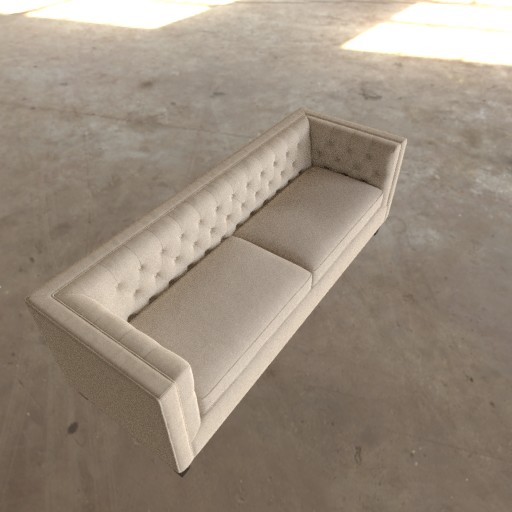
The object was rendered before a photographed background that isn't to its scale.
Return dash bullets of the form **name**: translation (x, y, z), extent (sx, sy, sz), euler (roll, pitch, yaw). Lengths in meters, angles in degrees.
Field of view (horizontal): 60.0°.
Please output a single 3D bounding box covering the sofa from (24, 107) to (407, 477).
- **sofa**: translation (0.000, 0.000, 2.509), extent (0.775, 0.762, 2.159), euler (26, 49, 25)
